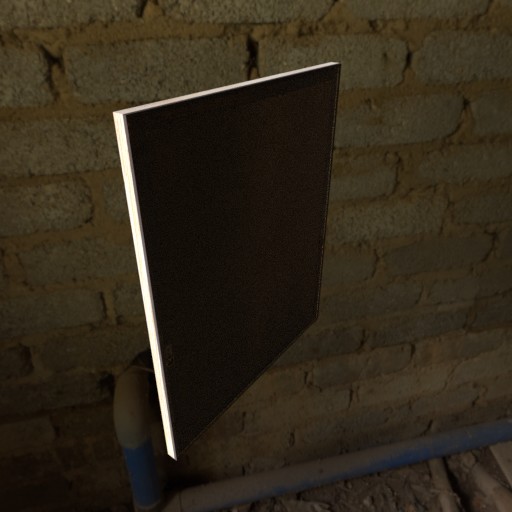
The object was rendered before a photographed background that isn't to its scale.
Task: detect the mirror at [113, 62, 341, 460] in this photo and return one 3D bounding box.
[{"bbox_3d":[0.000,0.000,1.187,0.032,0.882,0.730,21,37,31],"label":"mirror"}]
